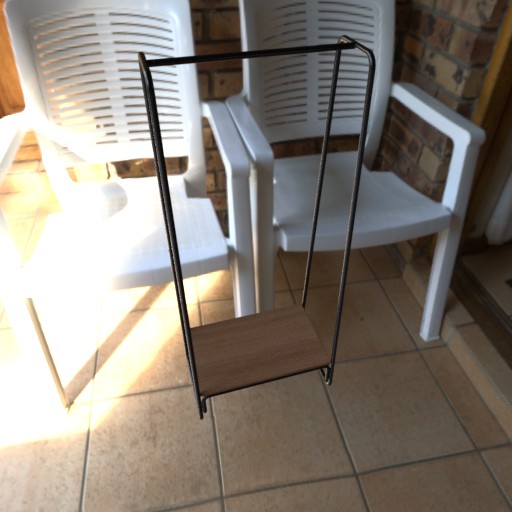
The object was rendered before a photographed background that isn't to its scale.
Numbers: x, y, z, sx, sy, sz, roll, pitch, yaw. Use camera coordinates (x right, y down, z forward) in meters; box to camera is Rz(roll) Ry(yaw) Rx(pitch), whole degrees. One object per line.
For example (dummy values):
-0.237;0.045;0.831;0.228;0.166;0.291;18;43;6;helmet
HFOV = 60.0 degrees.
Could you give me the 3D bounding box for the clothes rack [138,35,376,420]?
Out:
0.000;0.000;1.721;0.640;1.500;0.400;-11;41;-13;clothes rack
